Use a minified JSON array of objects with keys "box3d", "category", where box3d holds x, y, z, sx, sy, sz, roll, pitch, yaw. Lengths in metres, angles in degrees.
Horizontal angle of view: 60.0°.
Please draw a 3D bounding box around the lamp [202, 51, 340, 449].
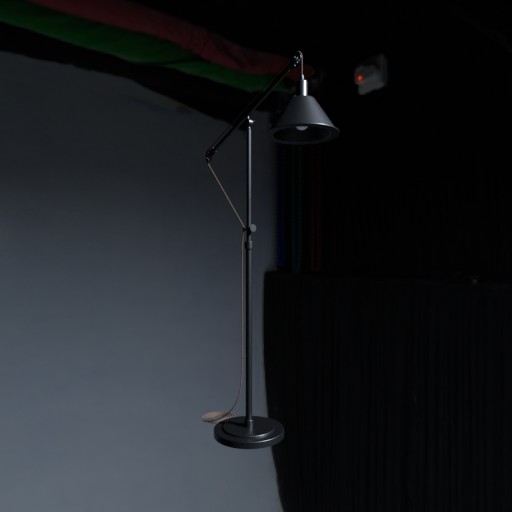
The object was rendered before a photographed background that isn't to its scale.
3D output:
[{"box3d":[0.000,0.000,1.982,0.319,1.626,0.904,0,-1,-36],"category":"lamp"}]
